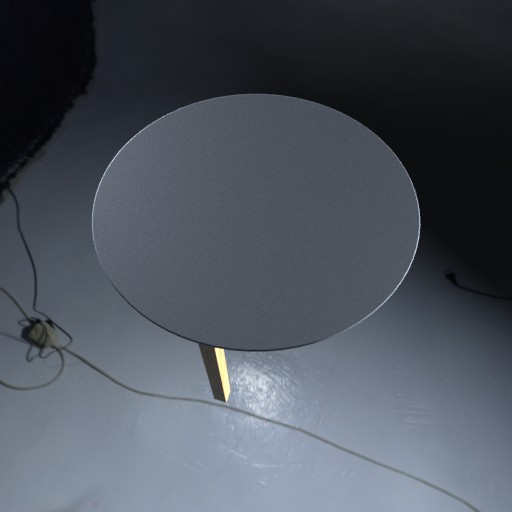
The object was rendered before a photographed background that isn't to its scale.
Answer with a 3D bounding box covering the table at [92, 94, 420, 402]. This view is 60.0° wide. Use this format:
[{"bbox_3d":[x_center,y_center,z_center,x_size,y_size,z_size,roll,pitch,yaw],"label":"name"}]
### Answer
[{"bbox_3d":[0.000,0.000,0.997,0.600,0.405,0.600,0,57,0],"label":"table"}]
